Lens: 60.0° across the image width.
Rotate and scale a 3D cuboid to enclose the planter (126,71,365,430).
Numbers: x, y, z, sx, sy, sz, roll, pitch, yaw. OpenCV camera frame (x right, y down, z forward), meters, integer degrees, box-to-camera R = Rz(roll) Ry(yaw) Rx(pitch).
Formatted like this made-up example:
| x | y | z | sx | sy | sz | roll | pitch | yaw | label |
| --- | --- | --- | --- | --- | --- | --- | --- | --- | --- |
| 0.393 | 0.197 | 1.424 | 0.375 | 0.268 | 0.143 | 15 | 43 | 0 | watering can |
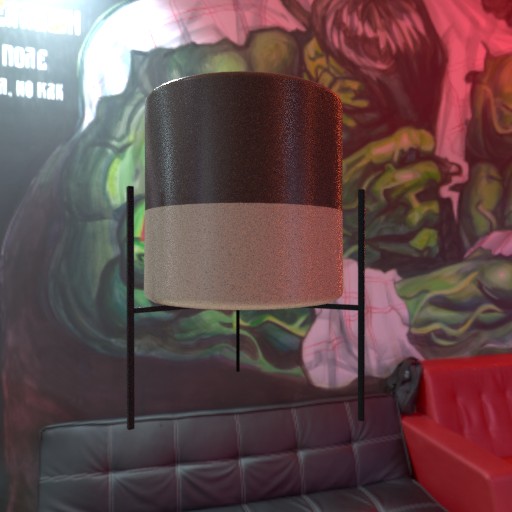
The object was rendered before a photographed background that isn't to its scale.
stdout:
| x | y | z | sx | sy | sz | roll | pitch | yaw | label |
| --- | --- | --- | --- | --- | --- | --- | --- | --- | --- |
| 0.000 | 0.000 | 0.537 | 0.260 | 0.353 | 0.250 | 0 | 0 | 18 | planter |
